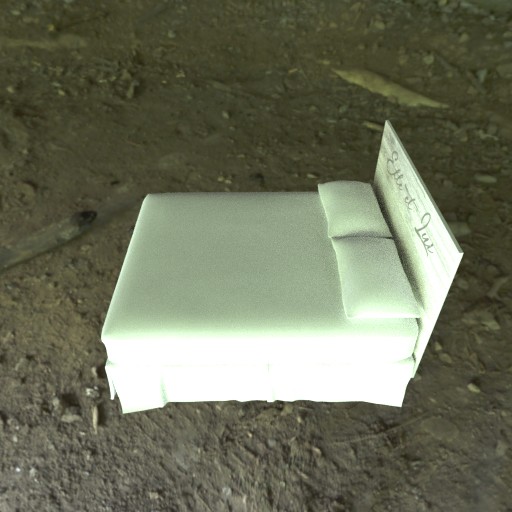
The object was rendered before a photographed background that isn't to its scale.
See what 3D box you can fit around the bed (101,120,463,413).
[{"bbox_3d":[0.000,0.000,3.257,2.094,1.335,1.745,0,41,-1],"label":"bed"}]
